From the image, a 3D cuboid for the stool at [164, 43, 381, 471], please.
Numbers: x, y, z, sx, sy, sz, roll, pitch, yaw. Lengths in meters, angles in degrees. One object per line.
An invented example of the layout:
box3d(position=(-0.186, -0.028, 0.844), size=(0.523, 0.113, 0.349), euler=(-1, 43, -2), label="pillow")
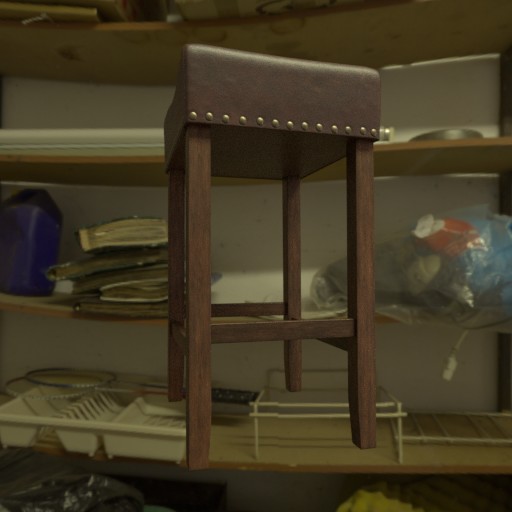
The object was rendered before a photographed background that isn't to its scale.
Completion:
box3d(position=(0.000, 0.000, 1.046), size=(0.401, 0.769, 0.465), euler=(0, -1, -16), label="stool")
